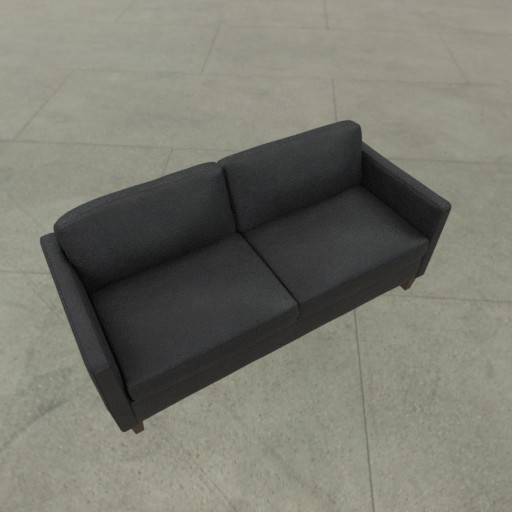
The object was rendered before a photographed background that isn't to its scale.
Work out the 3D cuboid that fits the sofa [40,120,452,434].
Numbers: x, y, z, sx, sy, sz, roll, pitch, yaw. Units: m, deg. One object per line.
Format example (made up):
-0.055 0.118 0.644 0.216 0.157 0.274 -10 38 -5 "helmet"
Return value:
0.000 0.000 2.432 1.971 0.863 0.933 -23 50 -21 "sofa"
